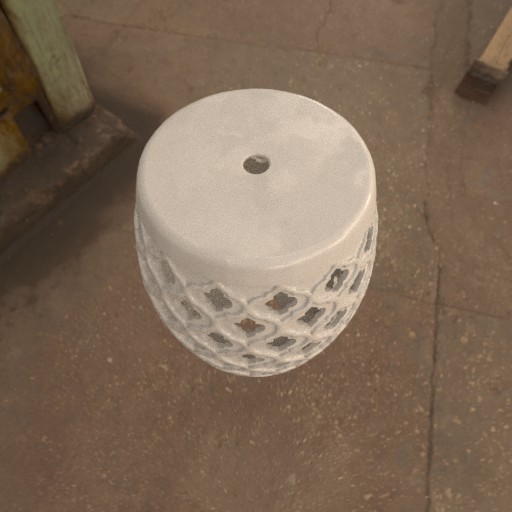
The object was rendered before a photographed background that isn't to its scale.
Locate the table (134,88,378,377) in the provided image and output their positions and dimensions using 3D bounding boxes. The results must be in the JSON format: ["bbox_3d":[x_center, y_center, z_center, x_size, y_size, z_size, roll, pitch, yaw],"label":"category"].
[{"bbox_3d":[0.000,0.000,0.648,0.325,0.388,0.325,0,59,0],"label":"table"}]
